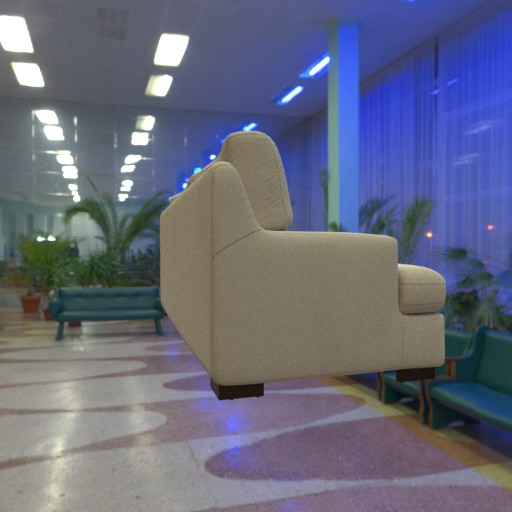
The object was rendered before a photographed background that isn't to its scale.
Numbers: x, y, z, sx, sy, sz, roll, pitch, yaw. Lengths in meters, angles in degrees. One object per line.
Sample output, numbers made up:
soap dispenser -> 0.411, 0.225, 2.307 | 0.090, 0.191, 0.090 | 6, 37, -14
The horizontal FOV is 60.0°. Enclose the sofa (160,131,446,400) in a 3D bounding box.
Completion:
sofa -> 0.000, 0.000, 2.568 | 0.929, 0.925, 2.147 | 0, 1, -17
